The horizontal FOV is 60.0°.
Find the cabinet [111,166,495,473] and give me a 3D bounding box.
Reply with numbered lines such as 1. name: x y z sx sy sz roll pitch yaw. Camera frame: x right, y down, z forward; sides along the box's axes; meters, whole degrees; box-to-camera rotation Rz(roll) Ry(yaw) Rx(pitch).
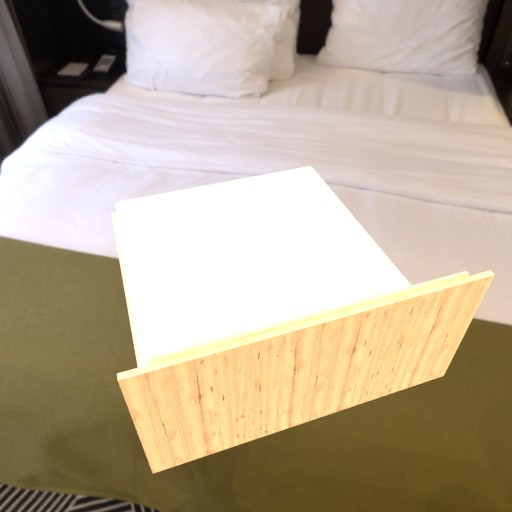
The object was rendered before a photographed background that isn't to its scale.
1. cabinet: 0.000 0.000 3.148 1.950 0.970 2.080 -13 44 -14
